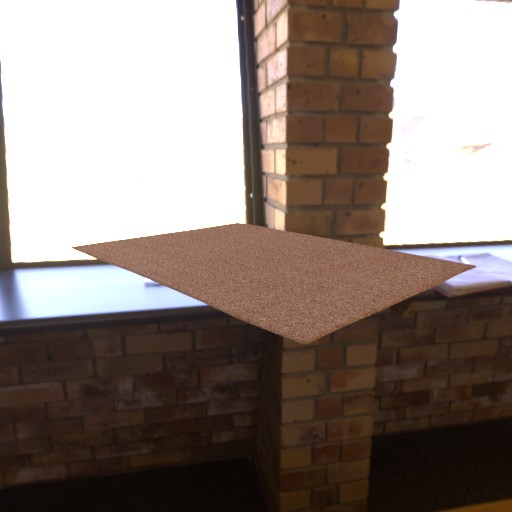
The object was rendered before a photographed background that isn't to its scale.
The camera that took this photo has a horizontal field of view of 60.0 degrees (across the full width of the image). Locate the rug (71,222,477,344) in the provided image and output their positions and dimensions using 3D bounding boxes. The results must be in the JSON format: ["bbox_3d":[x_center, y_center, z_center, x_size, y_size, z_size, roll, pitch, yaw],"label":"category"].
[{"bbox_3d":[0.000,0.000,2.809,1.566,0.013,2.141,-12,18,-42],"label":"rug"}]
